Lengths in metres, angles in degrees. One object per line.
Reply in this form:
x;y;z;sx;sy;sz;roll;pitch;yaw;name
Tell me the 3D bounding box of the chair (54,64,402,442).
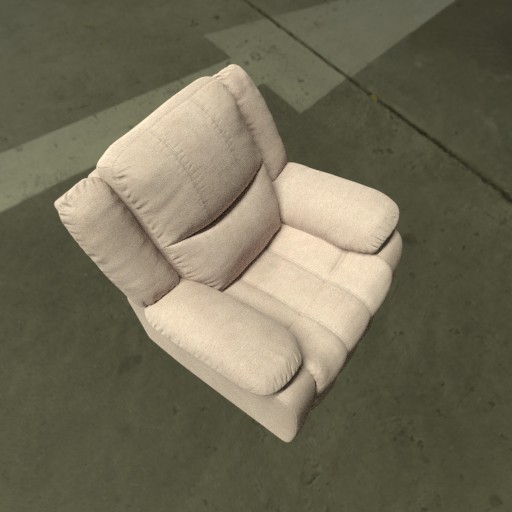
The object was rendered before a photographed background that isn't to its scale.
0.000;0.000;1.658;0.944;1.008;0.899;31;62;19;chair
